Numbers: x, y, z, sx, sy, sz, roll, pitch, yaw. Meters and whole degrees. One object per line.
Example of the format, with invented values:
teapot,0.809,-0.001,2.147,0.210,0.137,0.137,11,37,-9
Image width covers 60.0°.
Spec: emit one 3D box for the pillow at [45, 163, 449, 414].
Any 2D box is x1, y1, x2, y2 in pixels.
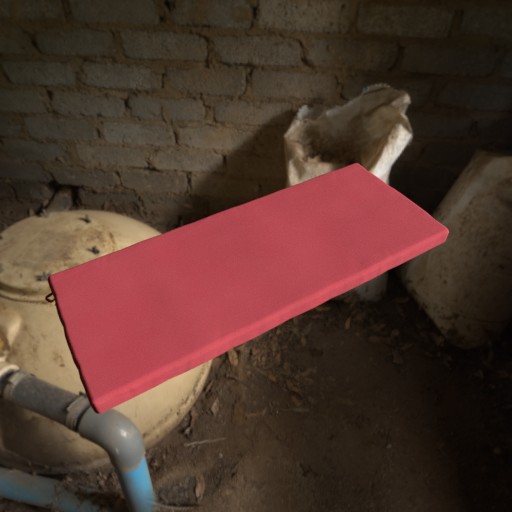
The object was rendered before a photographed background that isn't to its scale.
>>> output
pillow,0.000,0.000,1.355,1.187,0.081,0.492,-23,49,-21
